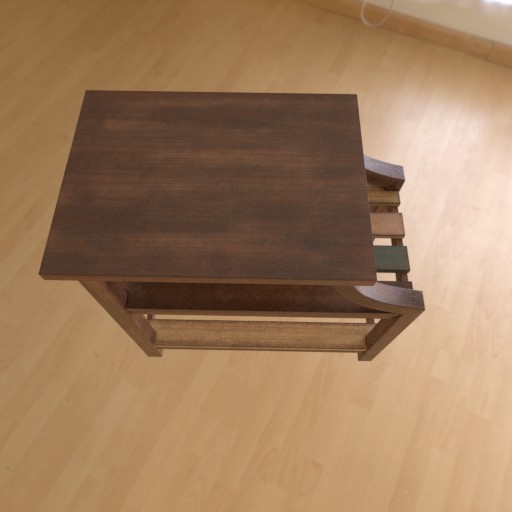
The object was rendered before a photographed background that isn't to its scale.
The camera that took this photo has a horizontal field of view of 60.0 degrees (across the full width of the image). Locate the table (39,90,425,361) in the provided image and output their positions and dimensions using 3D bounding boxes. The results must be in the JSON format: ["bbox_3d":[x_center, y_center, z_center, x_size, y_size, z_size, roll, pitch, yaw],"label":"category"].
[{"bbox_3d":[0.000,0.000,0.964,0.609,0.584,0.356,1,64,1],"label":"table"}]
